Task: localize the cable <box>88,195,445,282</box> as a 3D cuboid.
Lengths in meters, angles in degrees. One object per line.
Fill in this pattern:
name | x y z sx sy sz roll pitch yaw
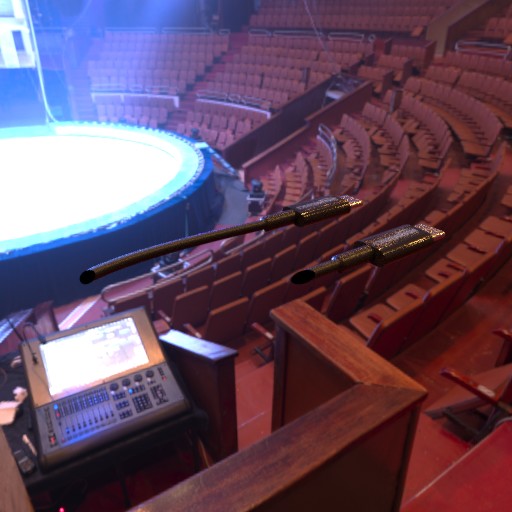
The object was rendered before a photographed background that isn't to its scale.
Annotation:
cable | 0.000 0.000 0.109 0.098 0.005 0.041 -17 32 -30
